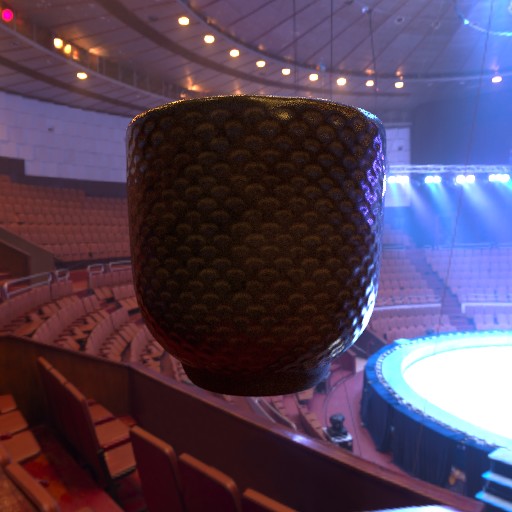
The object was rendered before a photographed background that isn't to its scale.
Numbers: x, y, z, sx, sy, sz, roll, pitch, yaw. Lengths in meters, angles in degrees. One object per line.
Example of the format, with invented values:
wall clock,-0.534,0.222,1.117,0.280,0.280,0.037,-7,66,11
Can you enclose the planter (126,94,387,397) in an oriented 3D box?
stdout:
planter,0.000,0.000,0.351,0.197,0.191,0.197,0,1,0
